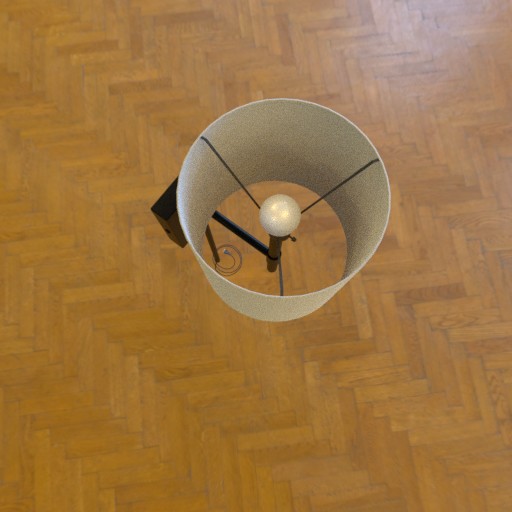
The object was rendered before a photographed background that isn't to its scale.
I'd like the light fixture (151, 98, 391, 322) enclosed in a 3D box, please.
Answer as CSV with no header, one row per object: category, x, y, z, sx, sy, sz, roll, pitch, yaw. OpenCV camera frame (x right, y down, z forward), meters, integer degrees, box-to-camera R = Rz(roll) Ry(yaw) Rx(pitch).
light fixture,0.000,0.000,0.679,0.248,0.589,0.188,36,78,8
